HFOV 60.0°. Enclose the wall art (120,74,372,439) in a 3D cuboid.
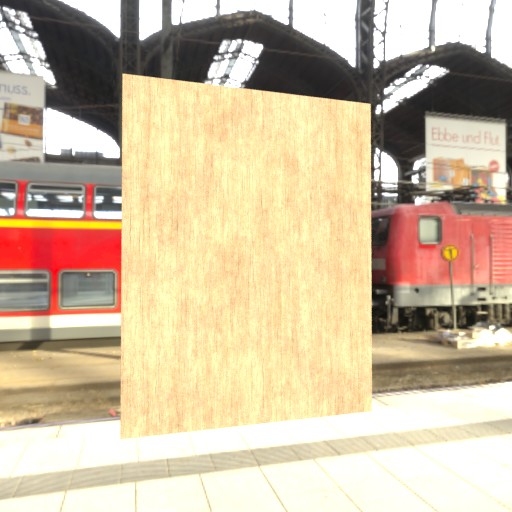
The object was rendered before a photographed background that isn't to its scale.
[{"bbox_3d":[0.000,0.000,0.918,0.534,0.686,0.018,0,-1,-17],"label":"wall art"}]
